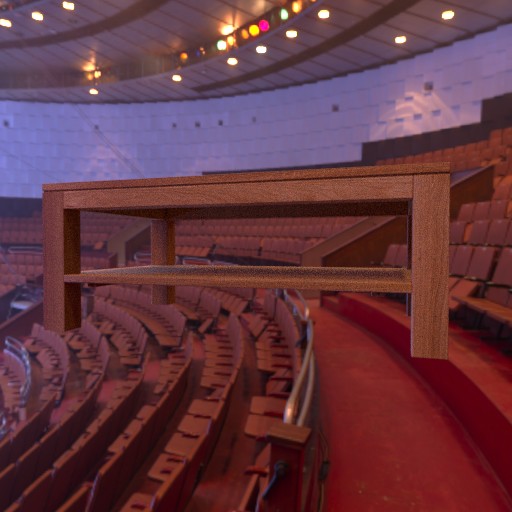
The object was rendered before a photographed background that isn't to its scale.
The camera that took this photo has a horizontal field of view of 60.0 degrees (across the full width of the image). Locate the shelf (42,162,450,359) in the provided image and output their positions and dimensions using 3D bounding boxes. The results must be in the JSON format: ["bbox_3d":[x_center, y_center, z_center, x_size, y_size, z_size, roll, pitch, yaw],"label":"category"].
[{"bbox_3d":[0.000,0.000,1.518,1.150,0.450,0.700,0,1,18],"label":"shelf"}]
